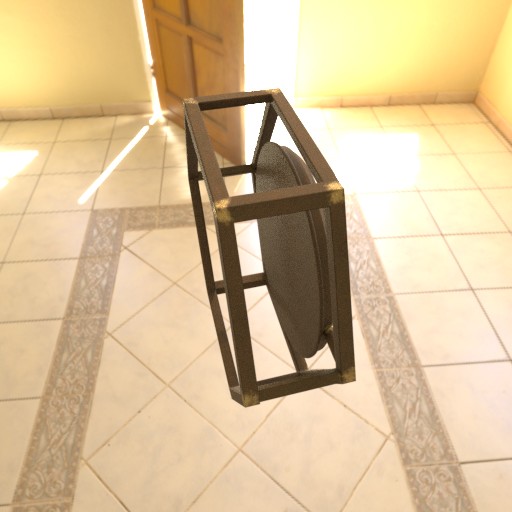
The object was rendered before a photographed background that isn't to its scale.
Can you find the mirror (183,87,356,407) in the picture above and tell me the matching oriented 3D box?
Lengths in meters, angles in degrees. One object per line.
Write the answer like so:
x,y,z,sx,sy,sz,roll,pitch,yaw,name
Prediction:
0.000,0.000,0.556,0.119,0.334,0.380,-10,47,-10,mirror
